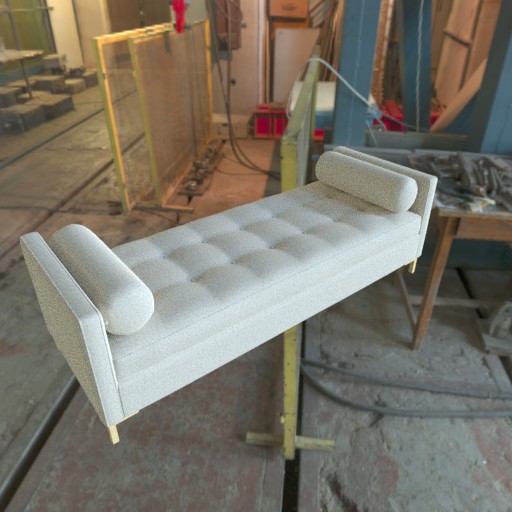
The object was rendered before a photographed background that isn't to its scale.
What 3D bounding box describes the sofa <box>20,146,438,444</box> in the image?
[{"bbox_3d":[0.000,0.000,2.291,1.985,0.641,0.746,-22,38,-32],"label":"sofa"}]
